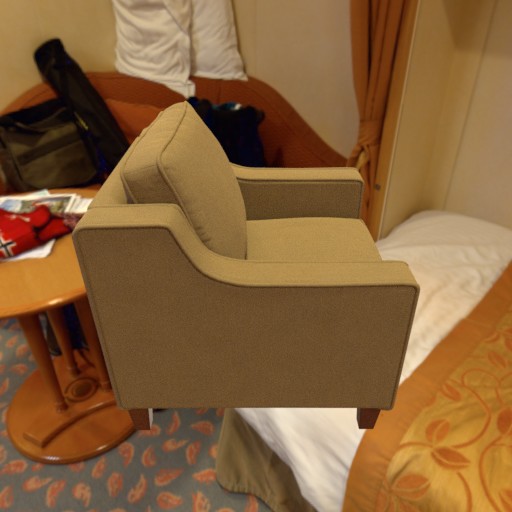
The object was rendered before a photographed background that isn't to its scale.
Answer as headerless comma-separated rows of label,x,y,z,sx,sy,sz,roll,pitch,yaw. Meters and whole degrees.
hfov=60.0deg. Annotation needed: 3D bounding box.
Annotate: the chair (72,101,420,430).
chair,0.000,0.000,1.604,0.909,0.960,0.831,0,33,0
